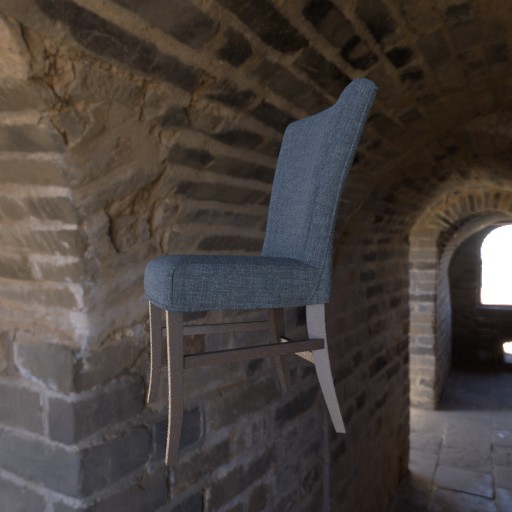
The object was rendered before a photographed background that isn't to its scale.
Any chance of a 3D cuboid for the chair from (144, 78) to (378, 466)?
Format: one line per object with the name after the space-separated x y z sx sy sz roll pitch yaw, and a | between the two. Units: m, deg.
0.000 0.000 1.376 0.660 0.991 0.520 0 0 -19 | chair
